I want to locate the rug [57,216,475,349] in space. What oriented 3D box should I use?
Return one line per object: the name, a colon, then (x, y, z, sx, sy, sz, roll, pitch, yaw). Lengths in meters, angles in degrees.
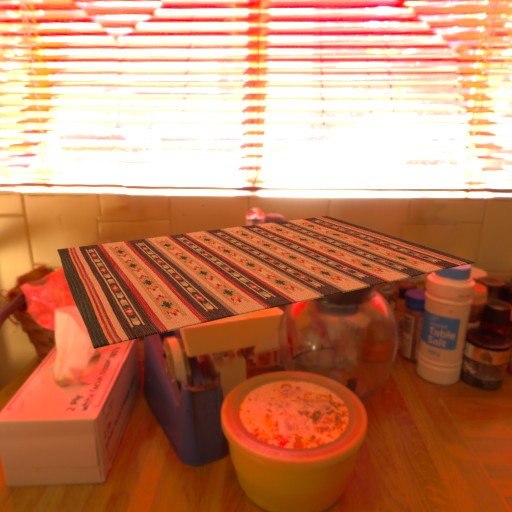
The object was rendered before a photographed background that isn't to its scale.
rug: (0.000, 0.000, 2.309, 1.825, 0.009, 1.221, -9, 20, -27)
